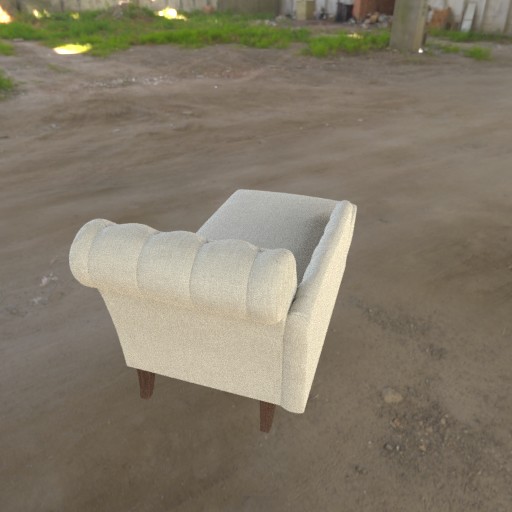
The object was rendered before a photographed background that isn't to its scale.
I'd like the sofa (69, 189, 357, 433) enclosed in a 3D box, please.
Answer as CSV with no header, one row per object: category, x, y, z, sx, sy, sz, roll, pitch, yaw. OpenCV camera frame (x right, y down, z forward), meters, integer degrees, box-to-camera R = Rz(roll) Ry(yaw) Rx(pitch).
sofa,0.000,0.000,1.825,0.675,0.787,1.379,10,32,15
